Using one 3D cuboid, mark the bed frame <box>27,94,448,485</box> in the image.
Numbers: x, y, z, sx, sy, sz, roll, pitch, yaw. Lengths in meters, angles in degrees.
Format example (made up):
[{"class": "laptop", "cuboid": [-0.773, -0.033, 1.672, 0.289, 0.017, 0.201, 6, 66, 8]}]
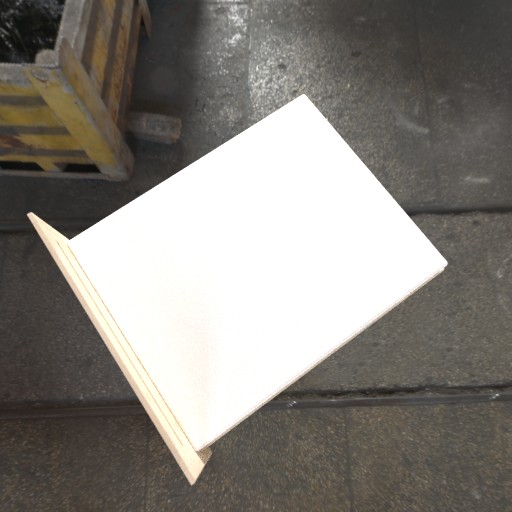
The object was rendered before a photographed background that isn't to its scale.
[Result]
[{"class": "bed frame", "cuboid": [0.000, 0.000, 3.044, 2.080, 0.900, 1.800, -34, 77, -9]}]
